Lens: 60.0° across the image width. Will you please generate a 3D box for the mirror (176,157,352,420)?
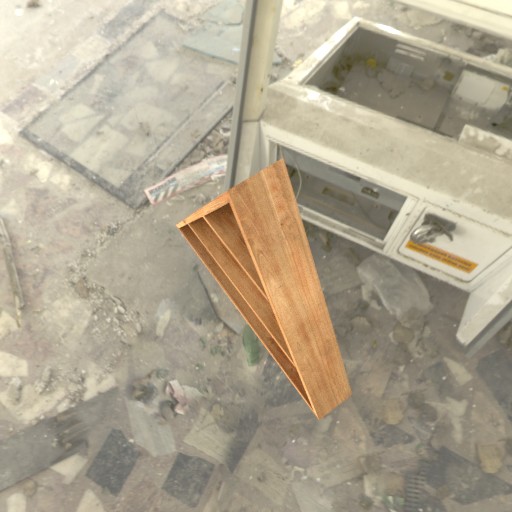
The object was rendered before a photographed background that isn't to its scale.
[{"bbox_3d":[0.000,0.000,0.886,0.100,0.548,0.631,-33,69,-15],"label":"mirror"}]
